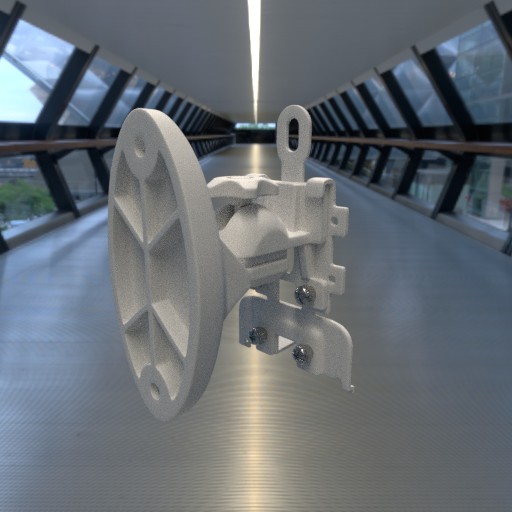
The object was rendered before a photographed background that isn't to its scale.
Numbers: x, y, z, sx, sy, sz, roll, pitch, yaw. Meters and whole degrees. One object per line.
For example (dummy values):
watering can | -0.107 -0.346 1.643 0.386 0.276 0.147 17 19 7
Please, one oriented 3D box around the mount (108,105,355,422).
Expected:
mount | 0.000 0.000 0.178 0.066 0.118 0.100 13 19 43
